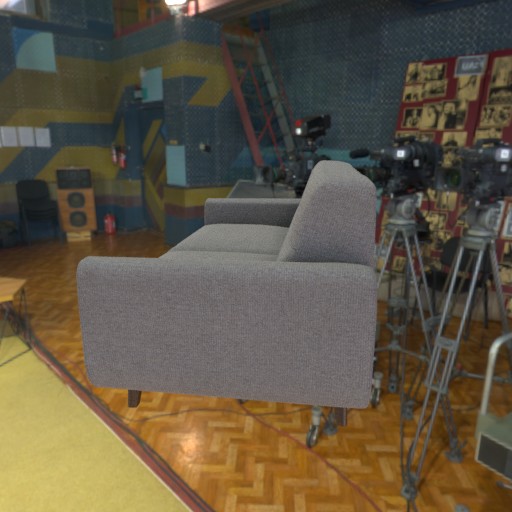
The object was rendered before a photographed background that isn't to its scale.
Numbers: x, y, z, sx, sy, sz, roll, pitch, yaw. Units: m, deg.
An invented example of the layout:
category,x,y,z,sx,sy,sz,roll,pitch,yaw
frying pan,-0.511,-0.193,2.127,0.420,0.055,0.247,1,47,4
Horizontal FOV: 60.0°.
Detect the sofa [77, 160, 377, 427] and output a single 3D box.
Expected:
category,x,y,z,sx,sy,sz,roll,pitch,yaw
sofa,0.000,0.000,2.067,0.909,0.841,1.631,2,14,8
